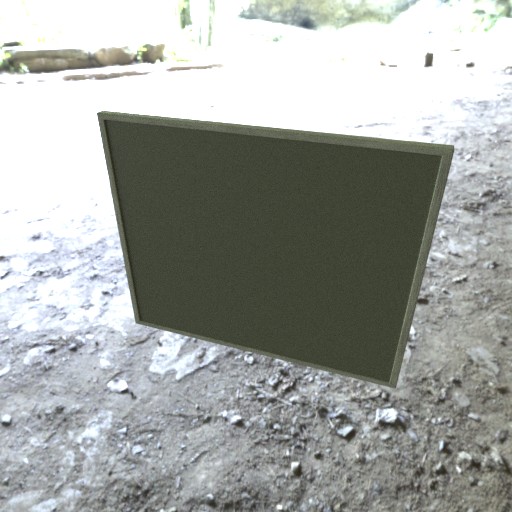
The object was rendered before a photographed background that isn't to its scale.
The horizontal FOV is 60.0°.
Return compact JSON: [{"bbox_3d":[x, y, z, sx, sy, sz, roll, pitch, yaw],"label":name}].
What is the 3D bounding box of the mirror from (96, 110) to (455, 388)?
[{"bbox_3d":[0.000,0.000,1.183,0.839,0.689,0.028,10,34,16],"label":"mirror"}]
